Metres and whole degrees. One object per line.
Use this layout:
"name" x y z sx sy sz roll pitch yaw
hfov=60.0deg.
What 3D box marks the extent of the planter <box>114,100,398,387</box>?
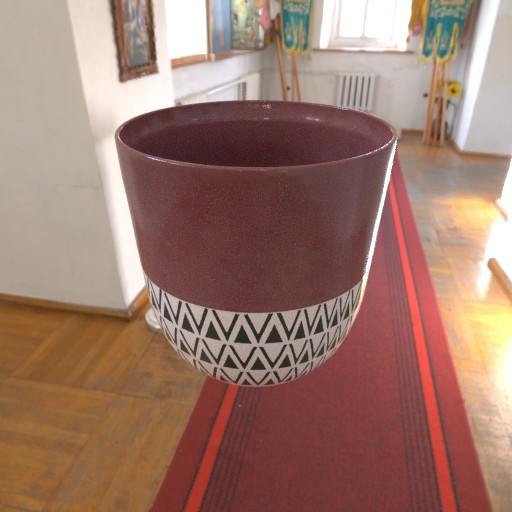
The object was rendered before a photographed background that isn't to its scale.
"planter" 0.000 0.000 0.368 0.195 0.214 0.195 0 29 0
